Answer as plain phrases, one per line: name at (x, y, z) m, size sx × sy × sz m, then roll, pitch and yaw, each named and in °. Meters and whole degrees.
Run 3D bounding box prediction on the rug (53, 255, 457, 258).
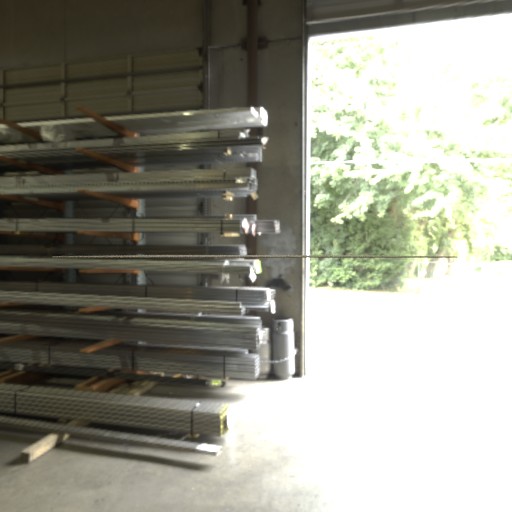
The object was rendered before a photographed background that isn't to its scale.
rug at (0.000, 0.000, 4.163) m, size 2.421 × 0.008 × 3.045 m, roll 0°, pitch 0°, yaw 0°
